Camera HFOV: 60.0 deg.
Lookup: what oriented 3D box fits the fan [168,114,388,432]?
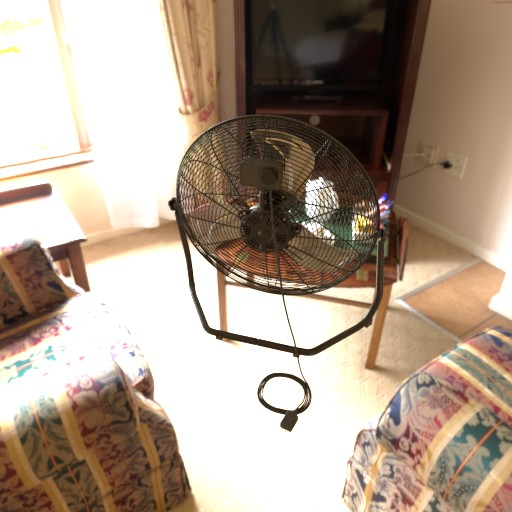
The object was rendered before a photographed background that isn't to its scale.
[{"bbox_3d":[0.000,0.000,0.946,0.555,0.546,0.424,10,34,15],"label":"fan"}]
